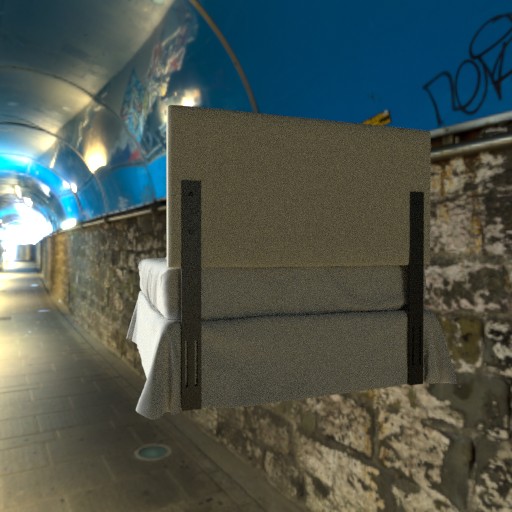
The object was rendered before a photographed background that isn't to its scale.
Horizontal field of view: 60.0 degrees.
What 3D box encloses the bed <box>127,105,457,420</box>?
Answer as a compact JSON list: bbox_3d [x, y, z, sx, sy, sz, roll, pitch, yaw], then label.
[{"bbox_3d":[0.000,0.000,3.475,1.936,1.577,2.222,0,1,-18],"label":"bed"}]
